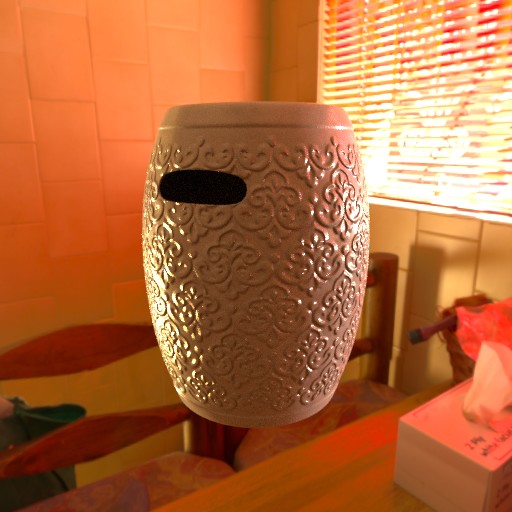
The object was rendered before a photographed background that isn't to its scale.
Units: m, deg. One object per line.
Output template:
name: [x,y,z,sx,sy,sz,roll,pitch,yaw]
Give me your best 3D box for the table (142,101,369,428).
table: [0.000,0.000,0.628,0.309,0.397,0.309,0,14,0]
